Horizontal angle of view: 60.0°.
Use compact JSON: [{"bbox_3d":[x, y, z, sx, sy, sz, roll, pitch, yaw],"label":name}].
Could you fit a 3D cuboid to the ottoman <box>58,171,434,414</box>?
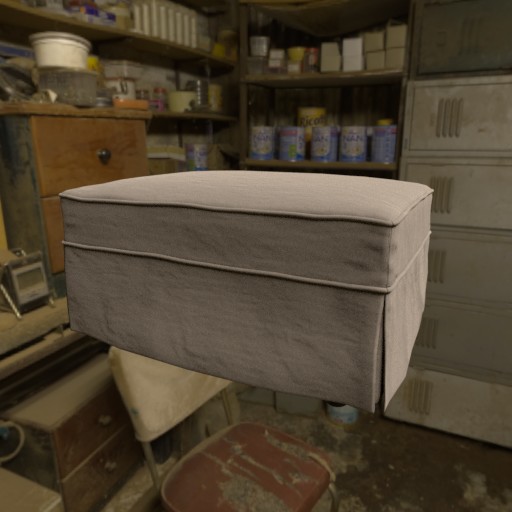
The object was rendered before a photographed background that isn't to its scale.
[{"bbox_3d":[0.000,0.000,1.321,0.944,0.479,0.703,8,17,26],"label":"ottoman"}]
